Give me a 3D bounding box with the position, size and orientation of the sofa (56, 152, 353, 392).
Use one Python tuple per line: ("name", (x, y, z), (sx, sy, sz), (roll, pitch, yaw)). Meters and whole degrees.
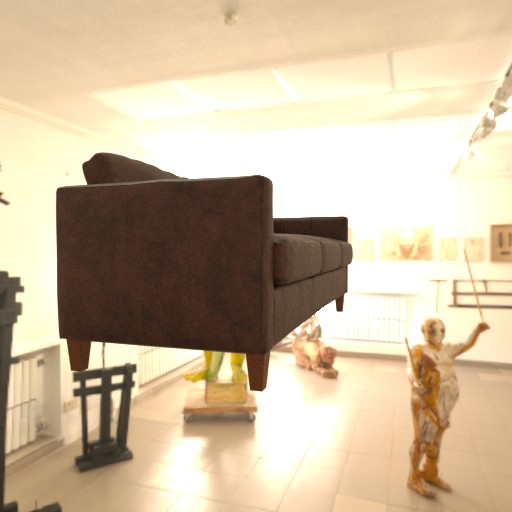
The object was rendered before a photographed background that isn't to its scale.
("sofa", (0.000, 0.000, 2.928), (1.045, 1.006, 2.464), (0, 1, 19))
